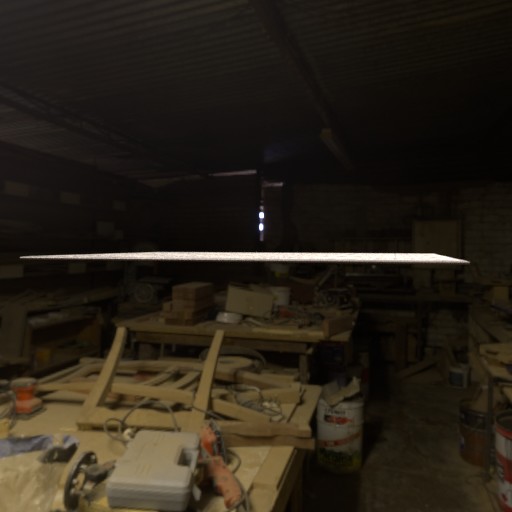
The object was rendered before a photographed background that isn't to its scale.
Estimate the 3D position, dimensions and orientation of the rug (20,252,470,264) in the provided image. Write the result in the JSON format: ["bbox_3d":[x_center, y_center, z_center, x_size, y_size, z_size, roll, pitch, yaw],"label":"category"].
[{"bbox_3d":[0.000,0.000,2.301,1.847,0.012,1.224,0,2,17],"label":"rug"}]
